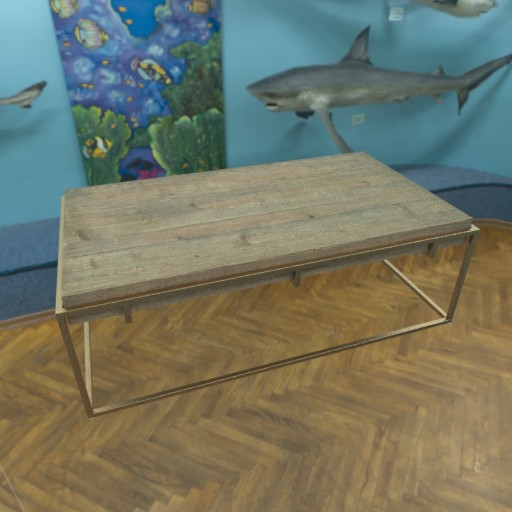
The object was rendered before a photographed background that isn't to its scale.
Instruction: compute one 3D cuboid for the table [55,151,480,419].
[{"bbox_3d":[0.000,0.000,1.768,1.387,0.468,0.775,-11,34,-16],"label":"table"}]
